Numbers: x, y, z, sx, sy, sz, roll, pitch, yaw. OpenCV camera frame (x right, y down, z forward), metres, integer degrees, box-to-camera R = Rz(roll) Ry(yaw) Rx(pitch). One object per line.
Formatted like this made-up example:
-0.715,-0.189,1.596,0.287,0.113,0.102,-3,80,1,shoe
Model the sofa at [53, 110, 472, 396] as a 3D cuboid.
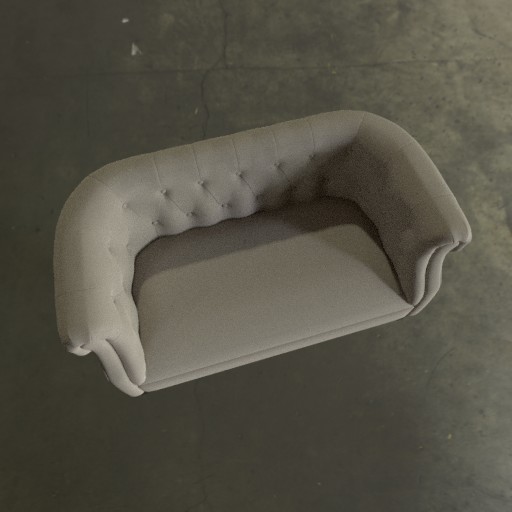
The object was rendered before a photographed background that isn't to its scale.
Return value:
0.000,0.000,2.014,1.558,0.827,0.835,-15,66,-7,sofa
